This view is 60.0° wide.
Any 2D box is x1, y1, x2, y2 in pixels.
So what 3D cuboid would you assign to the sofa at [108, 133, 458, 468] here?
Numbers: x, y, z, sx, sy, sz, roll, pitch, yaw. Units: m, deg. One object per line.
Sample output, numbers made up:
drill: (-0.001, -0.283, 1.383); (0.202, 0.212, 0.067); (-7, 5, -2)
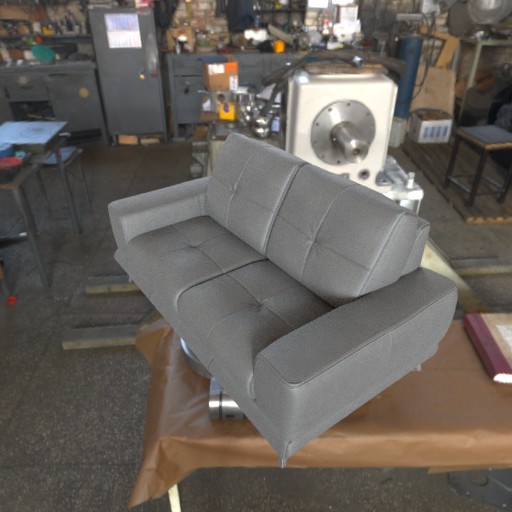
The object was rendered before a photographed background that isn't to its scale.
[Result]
sofa: (0.000, 0.000, 2.382); (1.018, 0.907, 1.806); (-21, 39, -30)
